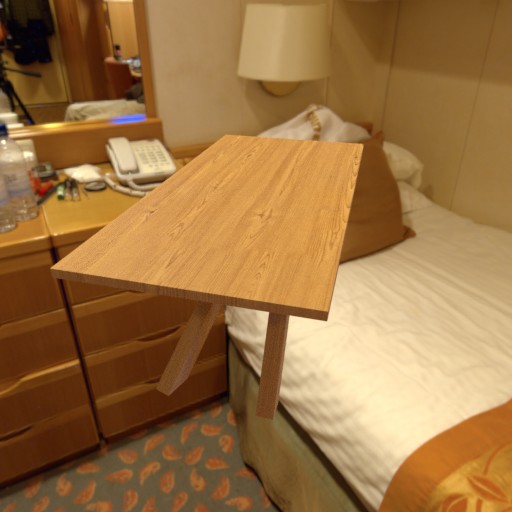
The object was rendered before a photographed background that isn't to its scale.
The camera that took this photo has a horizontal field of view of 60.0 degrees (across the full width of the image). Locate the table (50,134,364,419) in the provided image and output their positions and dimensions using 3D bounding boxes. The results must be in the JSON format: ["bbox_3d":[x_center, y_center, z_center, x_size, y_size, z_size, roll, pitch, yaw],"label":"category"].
[{"bbox_3d":[0.000,0.000,2.275,0.901,0.750,1.797,8,30,13],"label":"table"}]
